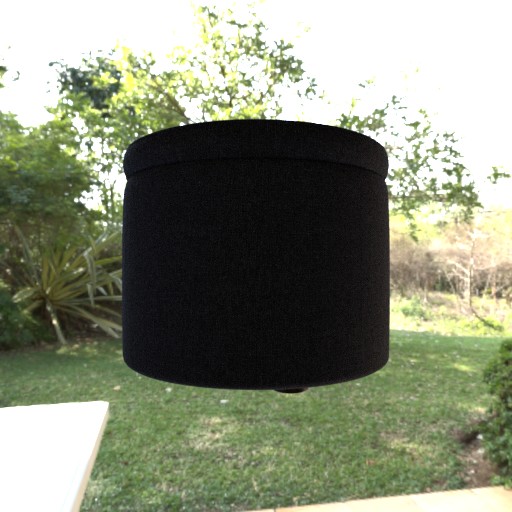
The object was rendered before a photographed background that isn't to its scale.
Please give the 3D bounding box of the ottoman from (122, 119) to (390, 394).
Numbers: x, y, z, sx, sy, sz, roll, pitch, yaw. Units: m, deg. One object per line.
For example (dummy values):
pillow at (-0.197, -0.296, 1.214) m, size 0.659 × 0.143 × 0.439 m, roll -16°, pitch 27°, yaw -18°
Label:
ottoman at (0.000, 0.000, 0.899) m, size 0.520 × 0.430 × 0.520 m, roll 0°, pitch -1°, yaw 0°
